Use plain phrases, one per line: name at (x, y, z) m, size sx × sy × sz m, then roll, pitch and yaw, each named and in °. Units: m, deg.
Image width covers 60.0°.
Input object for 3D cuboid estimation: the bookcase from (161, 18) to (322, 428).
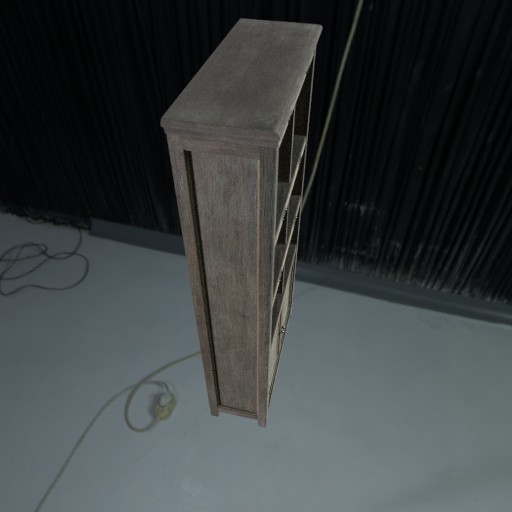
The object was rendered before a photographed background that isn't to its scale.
bookcase at (0.000, 0.000, 2.191) m, size 0.348 × 1.880 × 0.906 m, roll 9°, pitch 46°, yaw 9°
